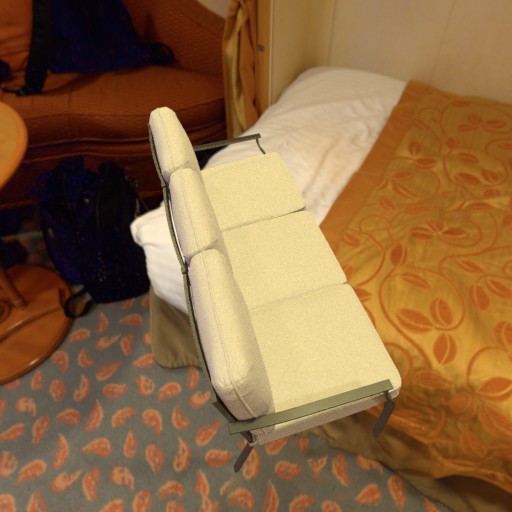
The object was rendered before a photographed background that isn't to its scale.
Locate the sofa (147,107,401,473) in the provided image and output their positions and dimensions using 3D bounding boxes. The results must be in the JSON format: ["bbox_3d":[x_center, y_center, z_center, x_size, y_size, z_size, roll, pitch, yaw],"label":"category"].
[{"bbox_3d":[0.000,0.000,2.220,0.787,0.860,1.740,-12,49,-11],"label":"sofa"}]
